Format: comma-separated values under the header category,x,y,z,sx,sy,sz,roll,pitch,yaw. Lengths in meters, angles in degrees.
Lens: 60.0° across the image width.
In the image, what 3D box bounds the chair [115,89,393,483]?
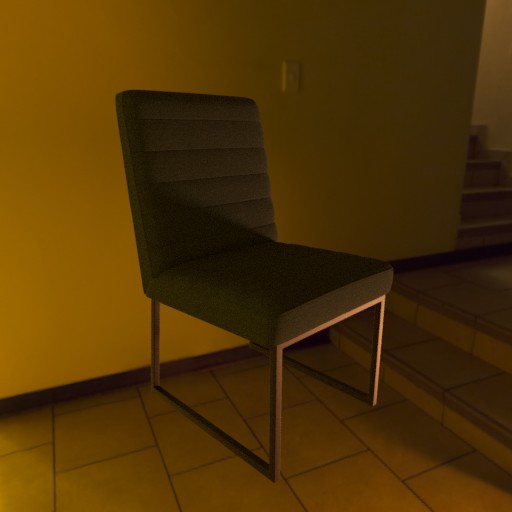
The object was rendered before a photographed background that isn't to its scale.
category,x,y,z,sx,sy,sz,roll,pitch,yaw
chair,0.000,0.000,1.305,0.520,0.930,0.634,-15,21,-42
